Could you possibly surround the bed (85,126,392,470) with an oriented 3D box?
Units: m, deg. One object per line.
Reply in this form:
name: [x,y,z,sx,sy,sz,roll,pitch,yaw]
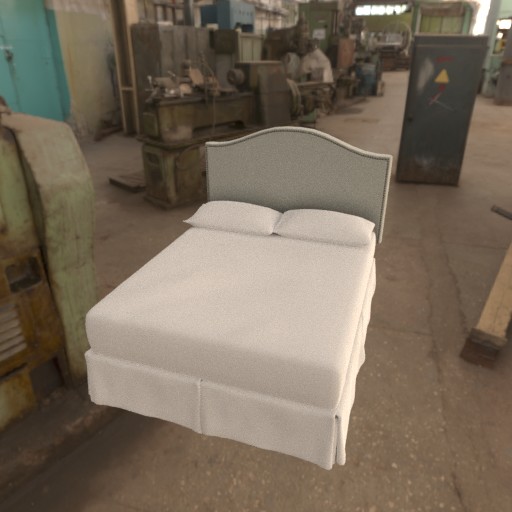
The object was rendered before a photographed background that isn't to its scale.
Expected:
bed: [0.000,0.000,3.418,1.813,1.607,2.180,9,27,17]
